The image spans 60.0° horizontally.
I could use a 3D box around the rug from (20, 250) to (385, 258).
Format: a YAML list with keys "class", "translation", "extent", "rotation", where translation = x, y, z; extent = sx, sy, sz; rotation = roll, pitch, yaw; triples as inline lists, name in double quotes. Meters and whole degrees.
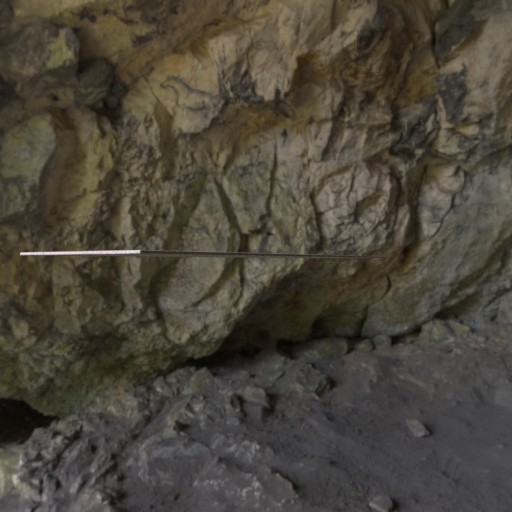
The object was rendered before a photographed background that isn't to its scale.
- class: "rug"
  translation: [0.000, 0.000, 2.685]
  extent: [0.775, 0.012, 2.452]
  rotation: [0, -1, 35]
